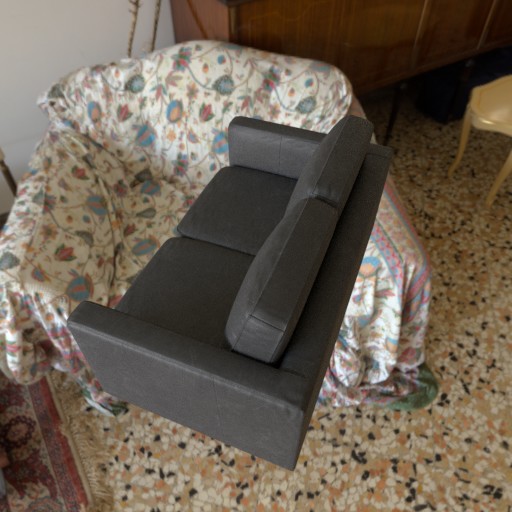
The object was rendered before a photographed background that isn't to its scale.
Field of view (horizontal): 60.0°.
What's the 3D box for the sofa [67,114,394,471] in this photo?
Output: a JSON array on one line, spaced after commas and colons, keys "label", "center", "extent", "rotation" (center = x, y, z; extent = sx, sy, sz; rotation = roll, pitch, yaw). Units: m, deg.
[{"label": "sofa", "center": [0.000, 0.000, 1.991], "extent": [0.879, 0.899, 1.430], "rotation": [17, 50, 15]}]
